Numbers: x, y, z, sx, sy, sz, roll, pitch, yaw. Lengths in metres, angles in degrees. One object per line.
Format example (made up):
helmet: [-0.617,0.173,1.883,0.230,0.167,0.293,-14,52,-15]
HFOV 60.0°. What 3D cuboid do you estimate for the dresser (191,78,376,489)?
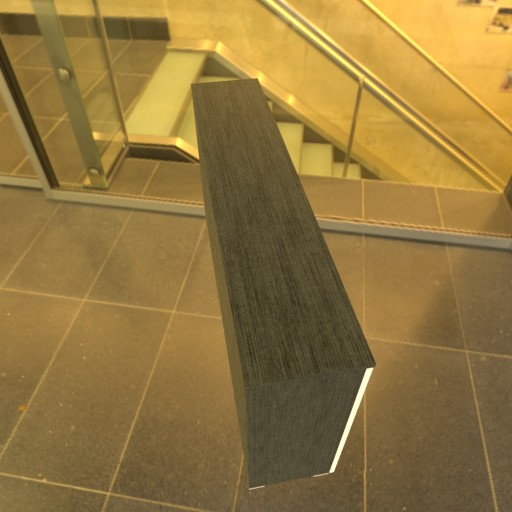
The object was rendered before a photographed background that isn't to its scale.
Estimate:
dresser: [0.000,0.000,1.841,0.333,0.790,1.535,-8,47,-7]
